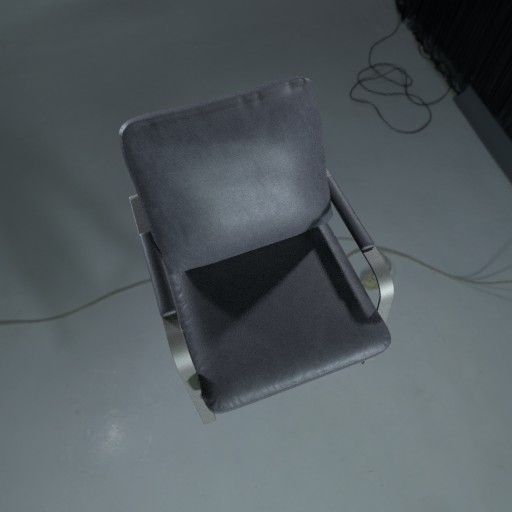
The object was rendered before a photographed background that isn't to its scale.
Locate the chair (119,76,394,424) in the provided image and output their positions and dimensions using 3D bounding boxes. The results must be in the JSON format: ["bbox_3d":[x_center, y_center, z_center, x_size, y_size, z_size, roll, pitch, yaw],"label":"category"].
[{"bbox_3d":[0.000,0.000,1.496,0.692,0.839,0.878,-18,64,-9],"label":"chair"}]
